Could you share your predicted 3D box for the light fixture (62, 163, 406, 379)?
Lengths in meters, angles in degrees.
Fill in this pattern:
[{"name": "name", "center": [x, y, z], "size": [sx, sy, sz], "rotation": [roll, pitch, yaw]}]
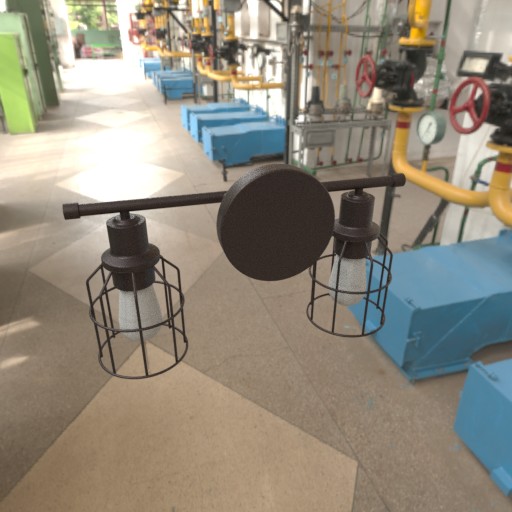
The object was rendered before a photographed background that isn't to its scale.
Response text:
[{"name": "light fixture", "center": [0.000, 0.000, 0.527], "size": [0.406, 0.254, 0.165], "rotation": [-8, 28, -15]}]
